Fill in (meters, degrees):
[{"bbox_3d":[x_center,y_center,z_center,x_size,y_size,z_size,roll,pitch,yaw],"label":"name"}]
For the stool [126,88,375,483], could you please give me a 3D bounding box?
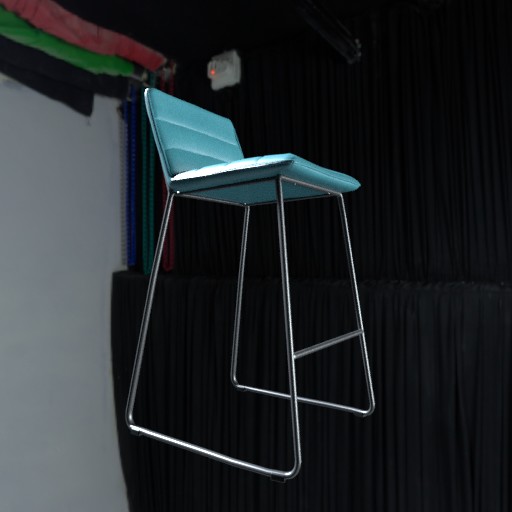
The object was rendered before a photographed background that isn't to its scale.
[{"bbox_3d":[0.000,0.000,1.237,0.524,0.936,0.489,0,0,35],"label":"stool"}]
